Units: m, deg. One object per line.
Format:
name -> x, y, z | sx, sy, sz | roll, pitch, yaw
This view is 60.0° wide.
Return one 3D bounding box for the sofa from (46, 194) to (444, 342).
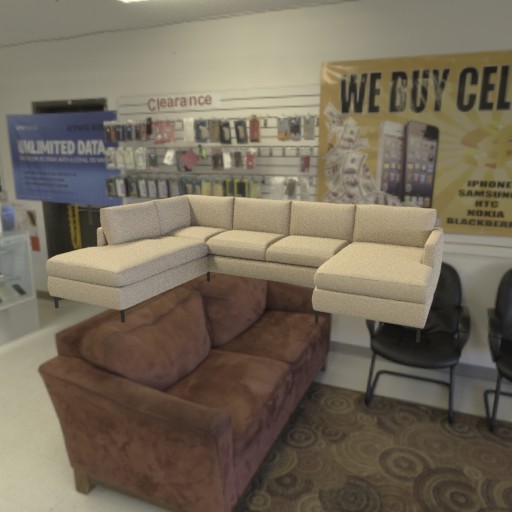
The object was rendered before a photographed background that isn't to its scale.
sofa -> 0.000, 0.000, 3.630 | 2.737, 0.756, 1.879 | 7, 15, 26
